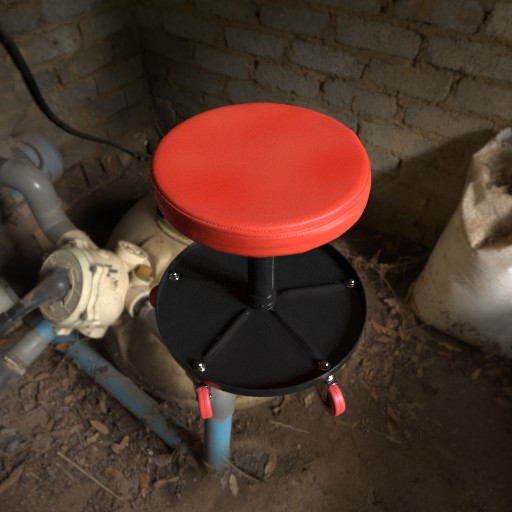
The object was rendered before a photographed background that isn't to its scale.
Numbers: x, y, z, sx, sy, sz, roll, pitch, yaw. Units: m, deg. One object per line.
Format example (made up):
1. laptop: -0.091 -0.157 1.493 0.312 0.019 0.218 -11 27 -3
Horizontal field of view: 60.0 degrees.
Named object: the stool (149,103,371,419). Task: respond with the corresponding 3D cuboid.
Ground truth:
1. stool: 0.000 0.000 0.674 0.382 0.365 0.381 -4 46 -4
